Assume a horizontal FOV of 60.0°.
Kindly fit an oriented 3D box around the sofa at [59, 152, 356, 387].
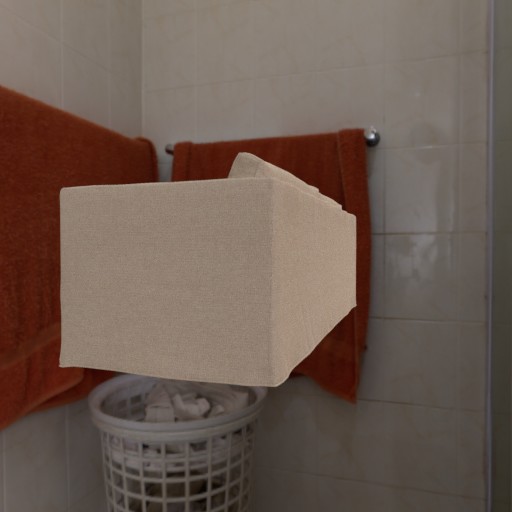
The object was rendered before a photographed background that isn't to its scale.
[{"bbox_3d":[0.000,0.000,2.723,0.962,0.853,2.312,1,2,20],"label":"sofa"}]
